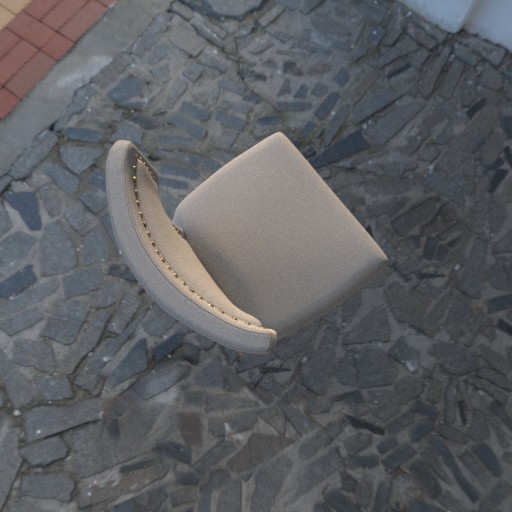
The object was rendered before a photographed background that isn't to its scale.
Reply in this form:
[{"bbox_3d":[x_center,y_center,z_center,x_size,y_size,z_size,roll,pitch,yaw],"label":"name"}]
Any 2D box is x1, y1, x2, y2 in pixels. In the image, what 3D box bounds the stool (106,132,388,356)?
[{"bbox_3d":[0.000,0.000,1.328,0.563,0.982,0.527,-35,78,-9],"label":"stool"}]
